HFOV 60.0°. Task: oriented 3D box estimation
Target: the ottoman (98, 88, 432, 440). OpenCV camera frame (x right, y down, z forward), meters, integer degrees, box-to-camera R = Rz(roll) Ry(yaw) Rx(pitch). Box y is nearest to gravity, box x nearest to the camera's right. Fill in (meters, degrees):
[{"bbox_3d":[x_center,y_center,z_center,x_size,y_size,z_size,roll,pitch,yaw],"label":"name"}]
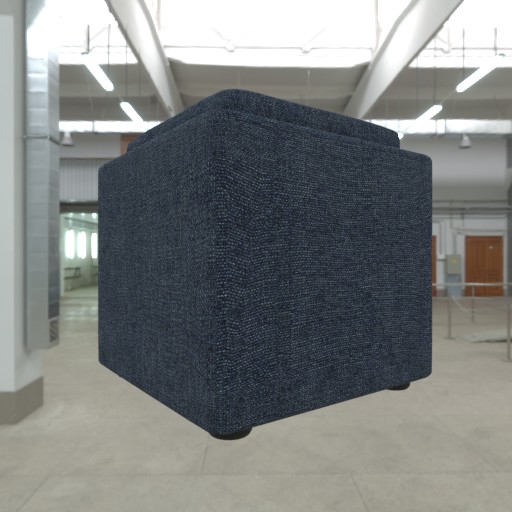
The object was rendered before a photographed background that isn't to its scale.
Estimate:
[{"bbox_3d":[0.000,0.000,0.819,0.450,0.460,0.450,0,0,-36],"label":"ottoman"}]
